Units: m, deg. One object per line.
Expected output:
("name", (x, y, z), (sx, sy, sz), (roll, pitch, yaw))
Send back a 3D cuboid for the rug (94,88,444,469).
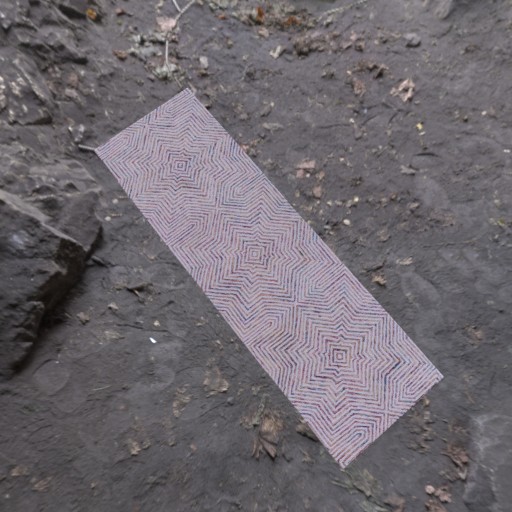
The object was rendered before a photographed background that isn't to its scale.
("rug", (0.000, 0.000, 2.696), (0.771, 0.009, 2.443), (-38, 78, -10))
